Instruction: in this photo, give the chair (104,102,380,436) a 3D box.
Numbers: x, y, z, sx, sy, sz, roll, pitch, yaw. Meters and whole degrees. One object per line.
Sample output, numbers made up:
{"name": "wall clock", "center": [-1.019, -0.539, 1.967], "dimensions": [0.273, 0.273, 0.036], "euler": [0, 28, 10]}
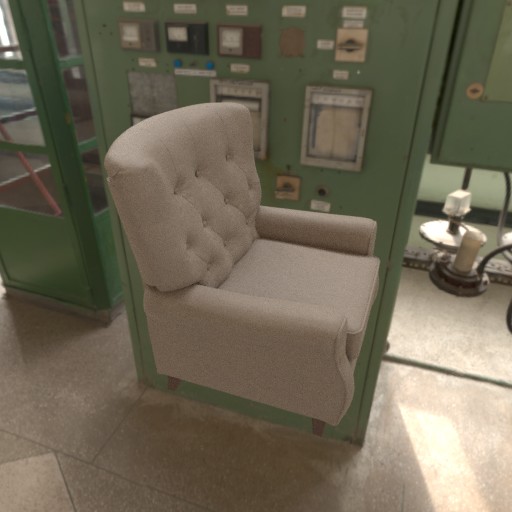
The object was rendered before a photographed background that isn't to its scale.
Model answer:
{"name": "chair", "center": [0.000, 0.000, 1.935], "dimensions": [1.041, 1.138, 0.999], "euler": [11, 33, 18]}
